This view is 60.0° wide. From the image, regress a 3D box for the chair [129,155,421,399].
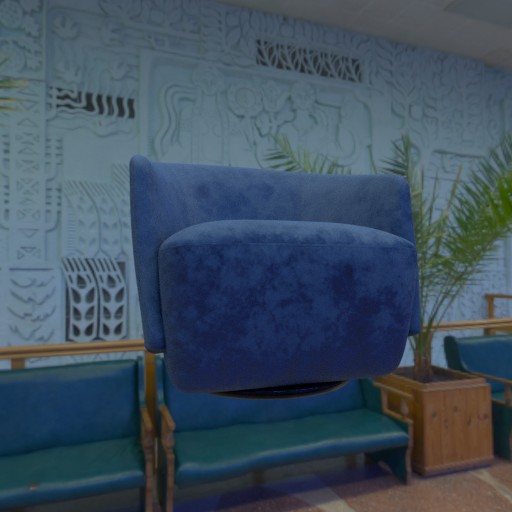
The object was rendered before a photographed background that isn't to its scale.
[{"bbox_3d":[0.000,0.000,1.371,0.773,0.698,0.767,0,-1,-18],"label":"chair"}]
